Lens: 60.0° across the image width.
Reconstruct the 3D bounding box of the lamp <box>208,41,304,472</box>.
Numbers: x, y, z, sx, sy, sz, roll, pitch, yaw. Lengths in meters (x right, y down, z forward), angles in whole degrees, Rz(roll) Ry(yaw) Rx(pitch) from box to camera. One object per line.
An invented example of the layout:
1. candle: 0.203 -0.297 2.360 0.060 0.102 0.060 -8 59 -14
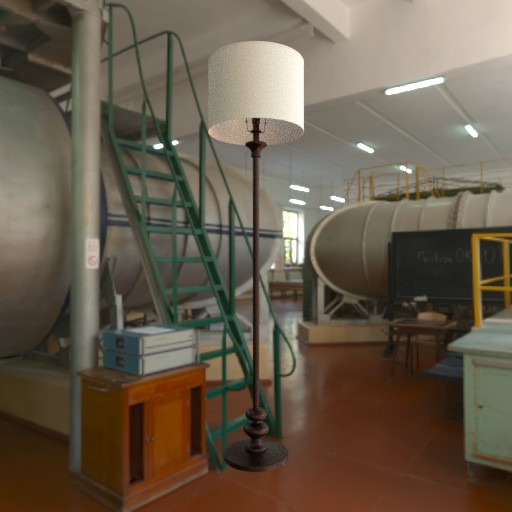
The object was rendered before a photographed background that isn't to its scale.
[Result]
1. lamp: 0.000 0.000 1.652 0.356 1.487 0.356 0 -1 -18
